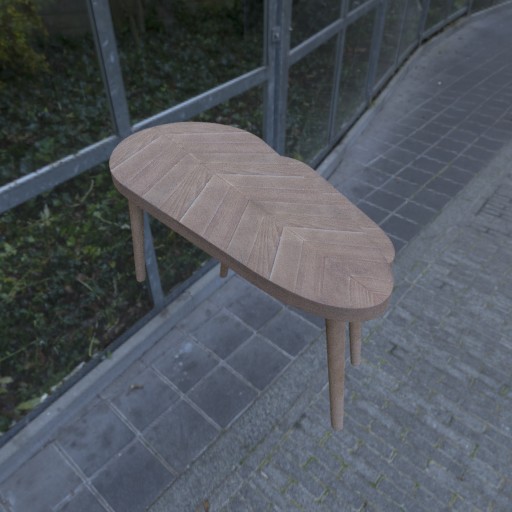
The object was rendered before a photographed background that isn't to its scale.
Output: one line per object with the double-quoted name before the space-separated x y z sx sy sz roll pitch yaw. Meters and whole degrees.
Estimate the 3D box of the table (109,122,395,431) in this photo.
"table" 0.000 0.000 1.596 0.701 0.595 1.190 -24 45 -27
